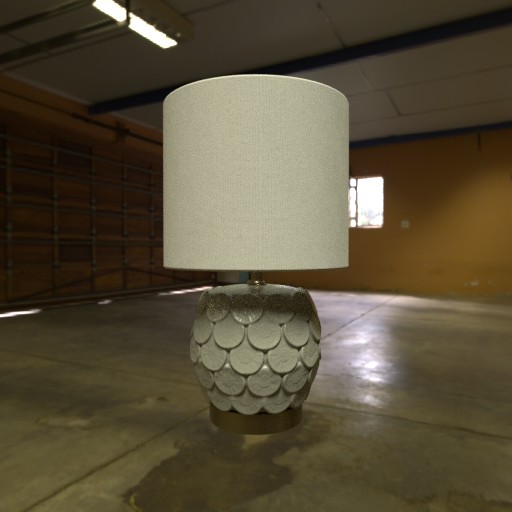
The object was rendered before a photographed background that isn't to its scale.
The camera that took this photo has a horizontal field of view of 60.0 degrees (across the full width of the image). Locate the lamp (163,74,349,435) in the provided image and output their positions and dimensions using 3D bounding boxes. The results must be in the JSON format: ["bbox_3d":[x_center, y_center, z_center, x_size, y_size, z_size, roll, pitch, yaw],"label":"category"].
[{"bbox_3d":[0.000,0.000,0.623,0.254,0.452,0.254,0,1,0],"label":"lamp"}]
